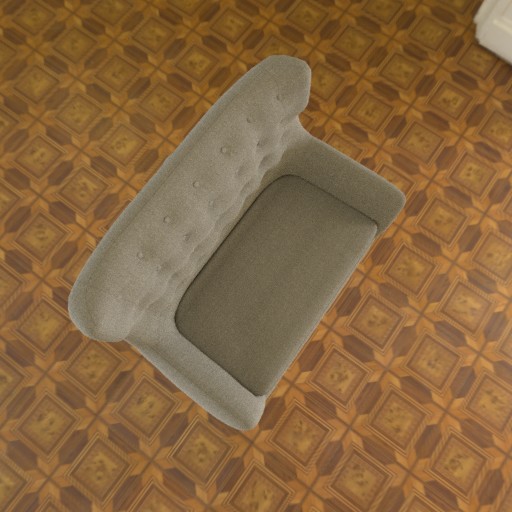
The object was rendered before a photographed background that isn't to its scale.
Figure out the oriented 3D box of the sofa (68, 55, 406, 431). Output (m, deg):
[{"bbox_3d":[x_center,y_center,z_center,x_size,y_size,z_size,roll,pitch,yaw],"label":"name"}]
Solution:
[{"bbox_3d":[0.000,0.000,2.092,0.884,1.028,1.386,35,78,9],"label":"sofa"}]
